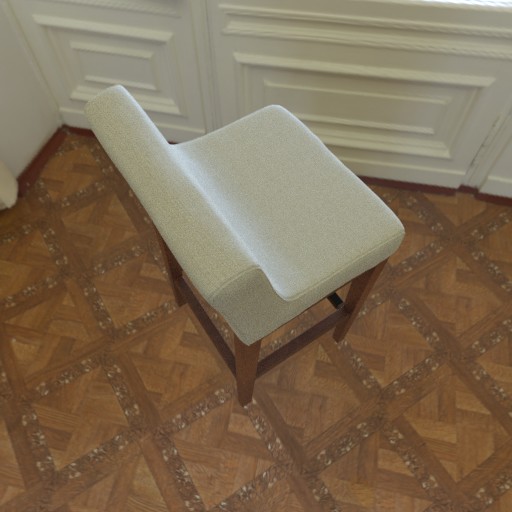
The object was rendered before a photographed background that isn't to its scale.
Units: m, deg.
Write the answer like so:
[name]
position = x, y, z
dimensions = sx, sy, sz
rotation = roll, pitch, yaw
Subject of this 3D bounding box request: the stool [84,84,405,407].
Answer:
[stool]
position = 0.000, 0.000, 1.206
dimensions = 0.500, 0.937, 0.511
rotation = -30, 64, -16
